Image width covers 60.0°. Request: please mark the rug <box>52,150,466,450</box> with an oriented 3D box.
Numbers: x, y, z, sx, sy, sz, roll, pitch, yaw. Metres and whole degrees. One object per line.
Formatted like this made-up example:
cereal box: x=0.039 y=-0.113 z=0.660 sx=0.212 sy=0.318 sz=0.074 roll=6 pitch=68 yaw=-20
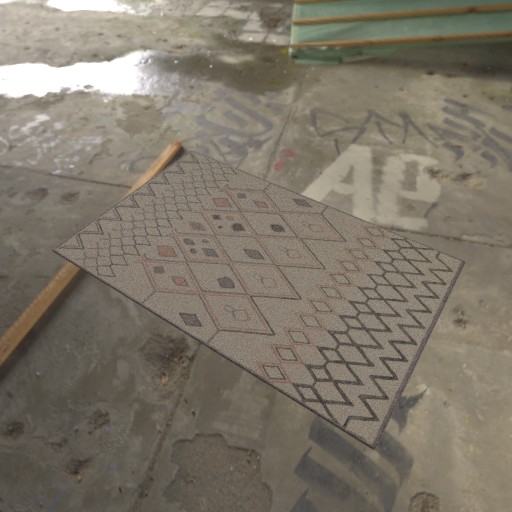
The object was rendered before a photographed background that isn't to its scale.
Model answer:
rug: x=0.000 y=0.000 z=3.072 sx=2.438 sy=0.015 sz=1.524 roll=26 pitch=52 yaw=23
